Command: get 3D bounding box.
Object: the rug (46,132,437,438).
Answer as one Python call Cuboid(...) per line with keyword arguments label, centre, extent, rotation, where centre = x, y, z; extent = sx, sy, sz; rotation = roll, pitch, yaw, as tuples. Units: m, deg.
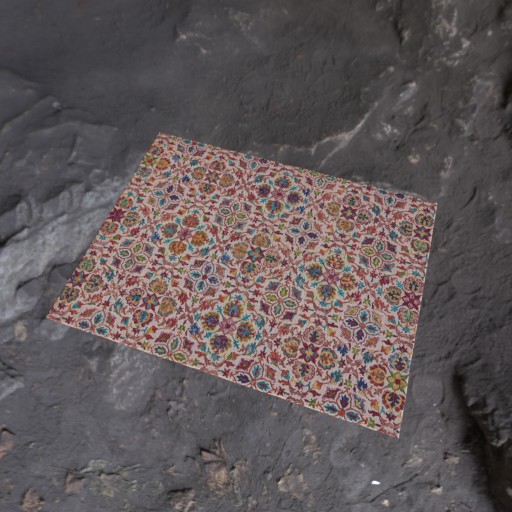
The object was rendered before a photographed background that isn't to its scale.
Cuboid(label="rug", centre=(0.000, 0.000, 4.350), extent=(3.215, 0.020, 2.446), rotation=(16, 61, 9))
